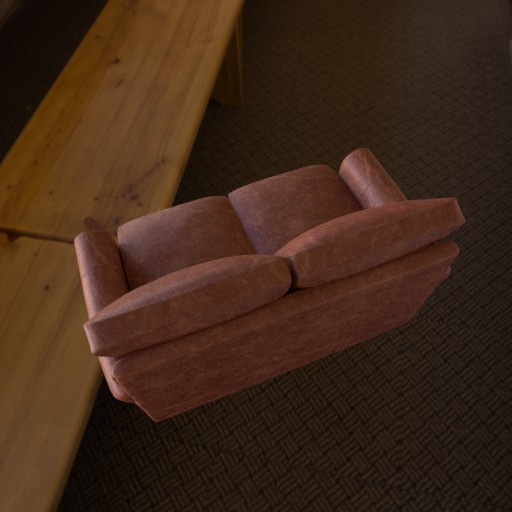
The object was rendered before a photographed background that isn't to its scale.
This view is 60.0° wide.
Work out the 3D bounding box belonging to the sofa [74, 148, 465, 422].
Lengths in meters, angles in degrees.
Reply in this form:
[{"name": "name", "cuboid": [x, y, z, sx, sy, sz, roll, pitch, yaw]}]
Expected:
[{"name": "sofa", "cuboid": [0.000, 0.000, 2.180, 1.616, 0.967, 0.990, -19, 60, -11]}]
